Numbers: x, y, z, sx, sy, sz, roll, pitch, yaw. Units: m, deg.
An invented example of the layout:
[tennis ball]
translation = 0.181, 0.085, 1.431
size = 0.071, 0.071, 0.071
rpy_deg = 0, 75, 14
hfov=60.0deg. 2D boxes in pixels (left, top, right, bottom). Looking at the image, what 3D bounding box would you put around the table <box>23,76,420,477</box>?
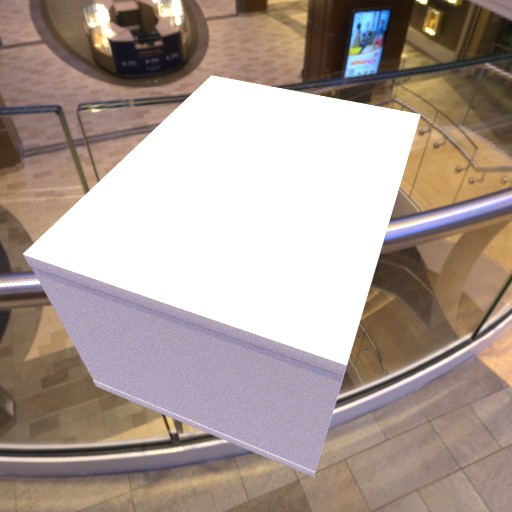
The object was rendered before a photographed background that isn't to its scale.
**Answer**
[table]
translation = 0.000, 0.000, 0.776
size = 0.399, 0.357, 0.517
rpy_deg = 16, 49, 15
